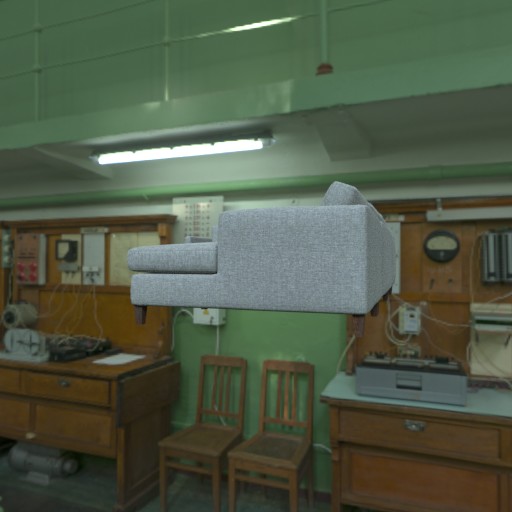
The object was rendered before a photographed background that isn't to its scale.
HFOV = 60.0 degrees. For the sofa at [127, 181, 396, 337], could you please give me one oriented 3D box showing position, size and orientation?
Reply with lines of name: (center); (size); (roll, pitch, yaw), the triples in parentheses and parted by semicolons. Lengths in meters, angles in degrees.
sofa: (0.000, 0.000, 4.511); (2.593, 0.959, 3.460); (0, -1, 20)
